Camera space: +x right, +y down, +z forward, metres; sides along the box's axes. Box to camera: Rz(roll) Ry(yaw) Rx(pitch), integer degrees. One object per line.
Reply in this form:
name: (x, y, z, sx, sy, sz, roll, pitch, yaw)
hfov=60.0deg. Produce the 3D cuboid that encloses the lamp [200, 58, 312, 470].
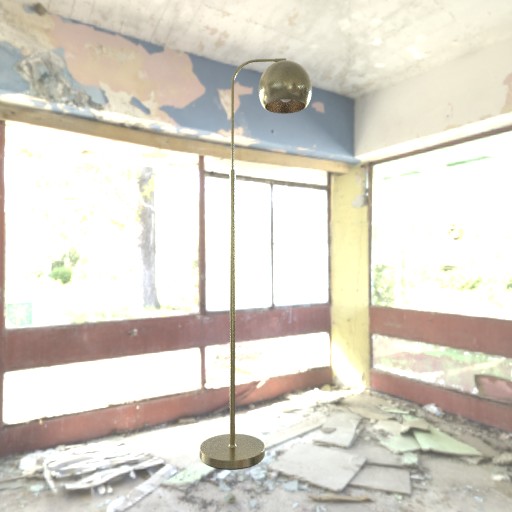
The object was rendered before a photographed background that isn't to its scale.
lamp: (0.000, 0.000, 1.705, 0.431, 1.526, 0.250, 0, -1, 2)
